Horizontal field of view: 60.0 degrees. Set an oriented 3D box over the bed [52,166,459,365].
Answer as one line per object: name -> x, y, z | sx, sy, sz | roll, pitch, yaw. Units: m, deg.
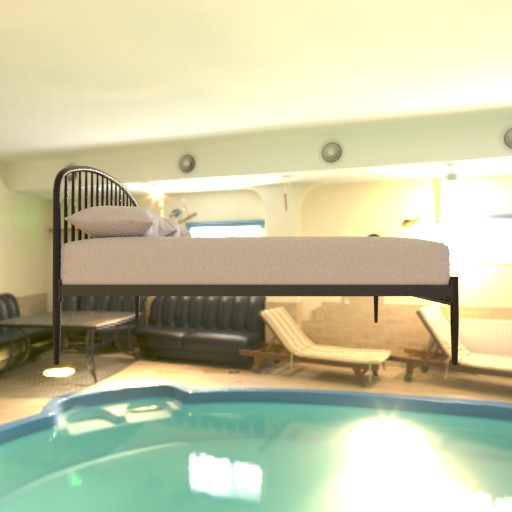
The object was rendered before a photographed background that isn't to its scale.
bed -> 0.000, 0.000, 3.147 | 2.159, 1.166, 1.618 | 0, 0, 0
